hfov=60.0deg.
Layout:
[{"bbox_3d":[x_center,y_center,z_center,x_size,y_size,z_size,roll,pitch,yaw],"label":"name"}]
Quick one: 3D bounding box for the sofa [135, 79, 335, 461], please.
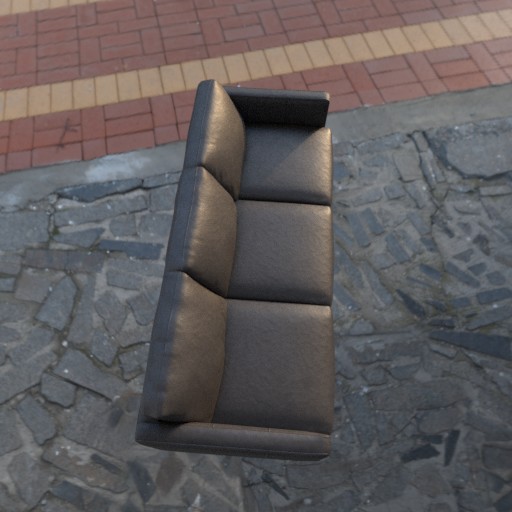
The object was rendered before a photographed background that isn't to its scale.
[{"bbox_3d":[0.000,0.000,2.985,1.045,1.006,2.464,4,64,2],"label":"sofa"}]
